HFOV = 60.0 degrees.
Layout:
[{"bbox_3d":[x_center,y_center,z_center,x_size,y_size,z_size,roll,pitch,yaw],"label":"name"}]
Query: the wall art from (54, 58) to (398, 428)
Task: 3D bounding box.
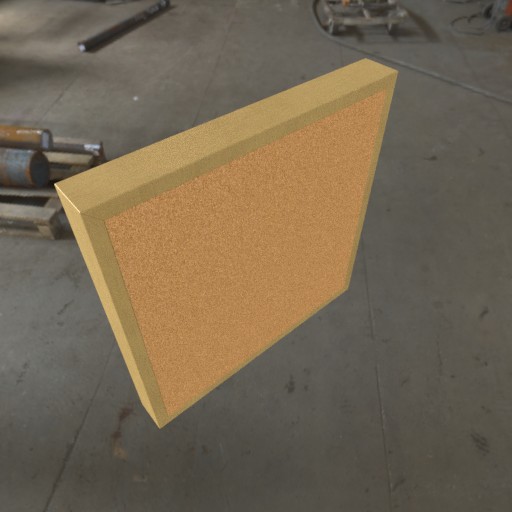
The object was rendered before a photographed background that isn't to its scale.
[{"bbox_3d":[0.000,0.000,0.449,0.305,0.305,0.038,-31,53,-27],"label":"wall art"}]
